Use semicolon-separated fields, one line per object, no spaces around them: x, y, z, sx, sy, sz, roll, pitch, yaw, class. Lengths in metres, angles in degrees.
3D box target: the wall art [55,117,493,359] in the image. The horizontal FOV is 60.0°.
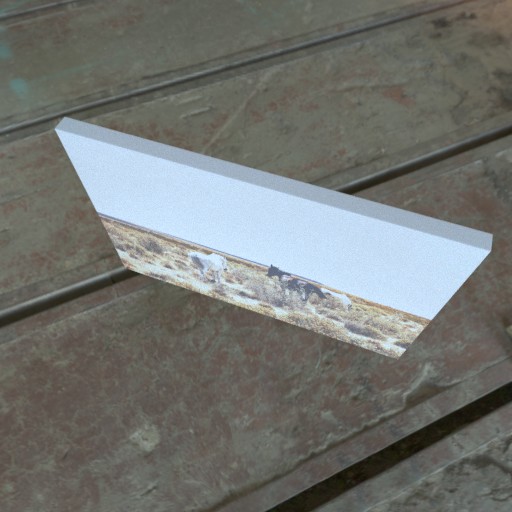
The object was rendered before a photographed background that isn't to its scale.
0.000;0.000;1.431;1.138;0.761;0.051;17;60;10;wall art
